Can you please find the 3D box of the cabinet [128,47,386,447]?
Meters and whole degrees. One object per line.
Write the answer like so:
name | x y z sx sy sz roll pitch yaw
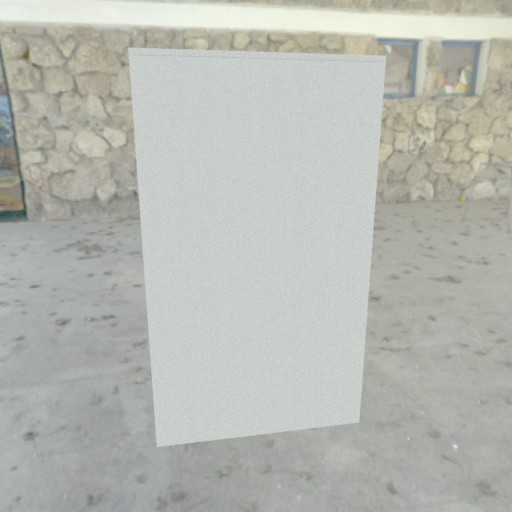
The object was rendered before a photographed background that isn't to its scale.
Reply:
cabinet | 0.000 0.000 1.557 0.750 1.280 0.250 -3 16 -10
